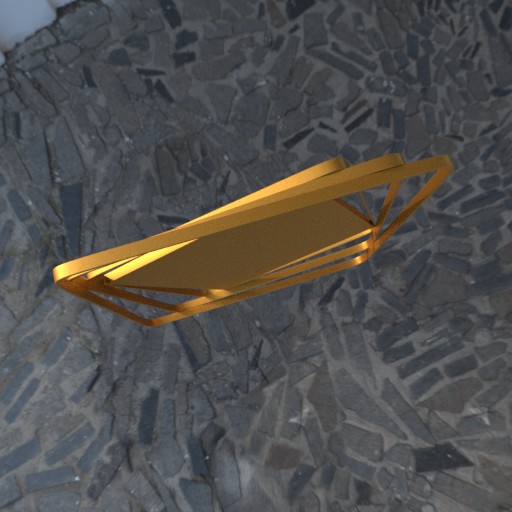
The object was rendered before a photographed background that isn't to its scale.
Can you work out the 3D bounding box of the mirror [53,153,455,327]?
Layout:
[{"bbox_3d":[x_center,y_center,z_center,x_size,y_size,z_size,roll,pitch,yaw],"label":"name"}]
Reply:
[{"bbox_3d":[0.000,0.000,0.697,0.470,0.468,0.045,-17,76,-4],"label":"mirror"}]
